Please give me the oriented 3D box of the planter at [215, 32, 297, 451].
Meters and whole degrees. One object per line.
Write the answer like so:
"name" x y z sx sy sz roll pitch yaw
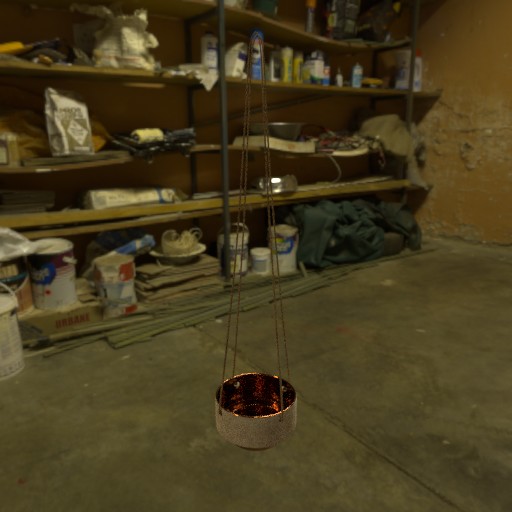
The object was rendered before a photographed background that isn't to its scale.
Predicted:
"planter" 0.000 0.000 1.118 0.223 1.030 0.223 3 15 10
